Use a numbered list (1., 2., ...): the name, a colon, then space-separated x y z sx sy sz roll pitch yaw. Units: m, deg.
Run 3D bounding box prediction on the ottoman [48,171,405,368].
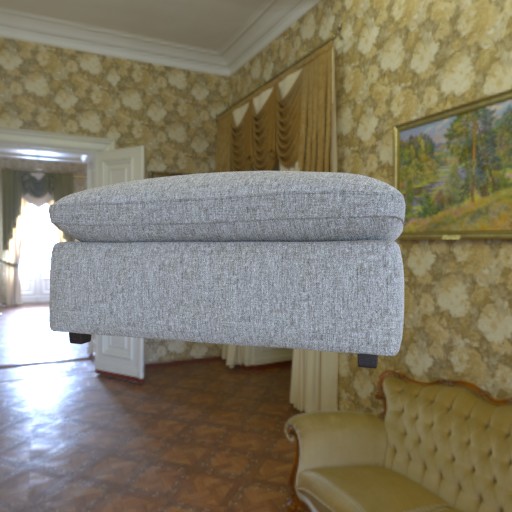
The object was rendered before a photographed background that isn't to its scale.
1. ottoman: 0.000 0.000 1.636 1.039 0.526 1.035 0 1 18
